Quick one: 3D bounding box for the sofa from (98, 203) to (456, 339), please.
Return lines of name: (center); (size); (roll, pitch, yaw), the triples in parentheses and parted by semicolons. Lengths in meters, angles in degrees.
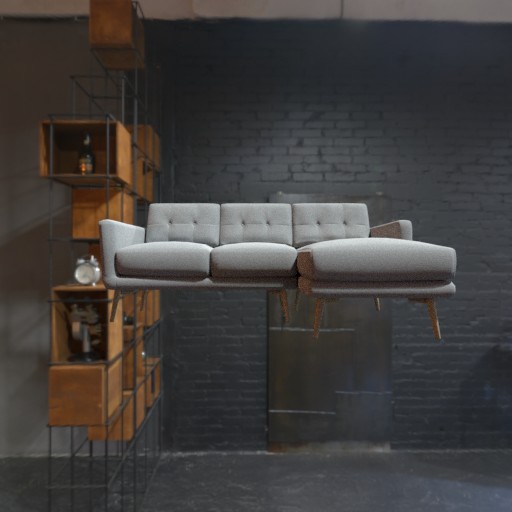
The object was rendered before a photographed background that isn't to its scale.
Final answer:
sofa: (0.000, 0.000, 2.965); (2.040, 0.860, 1.530); (0, 0, 0)
